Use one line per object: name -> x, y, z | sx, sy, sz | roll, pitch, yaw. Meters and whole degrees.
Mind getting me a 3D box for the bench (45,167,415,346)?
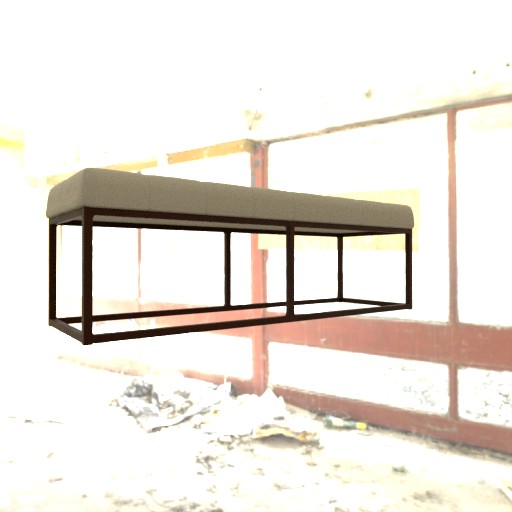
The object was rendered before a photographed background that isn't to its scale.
bench -> 0.000, 0.000, 1.791 | 1.488, 0.488, 0.479 | 0, -1, -36
